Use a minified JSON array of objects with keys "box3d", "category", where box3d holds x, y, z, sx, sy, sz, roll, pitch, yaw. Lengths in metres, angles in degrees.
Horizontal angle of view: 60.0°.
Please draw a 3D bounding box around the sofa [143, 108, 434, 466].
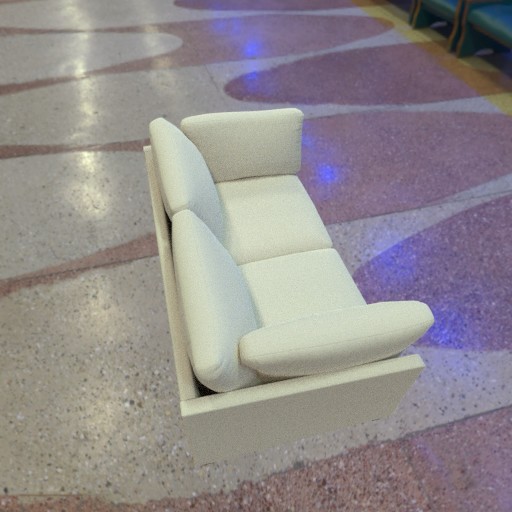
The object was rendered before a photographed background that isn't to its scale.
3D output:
[{"box3d":[0.000,0.000,2.326,0.970,0.836,1.776,-11,48,-10],"category":"sofa"}]
